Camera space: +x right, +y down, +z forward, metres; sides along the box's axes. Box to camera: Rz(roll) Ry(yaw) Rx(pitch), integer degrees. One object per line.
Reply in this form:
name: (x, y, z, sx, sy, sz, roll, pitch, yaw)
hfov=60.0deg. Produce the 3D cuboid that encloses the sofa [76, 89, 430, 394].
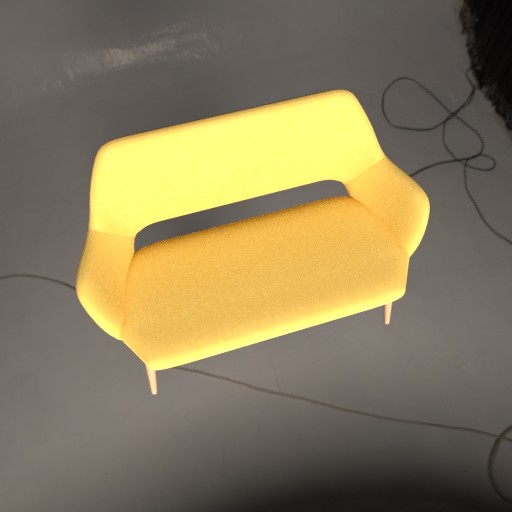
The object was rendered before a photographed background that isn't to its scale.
sofa: (0.000, 0.000, 1.602, 1.150, 0.840, 0.610, -15, 64, -7)
